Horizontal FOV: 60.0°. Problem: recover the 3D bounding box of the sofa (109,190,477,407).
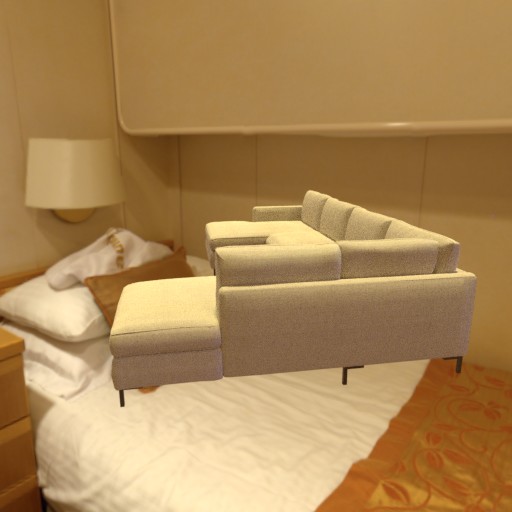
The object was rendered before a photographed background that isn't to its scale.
[{"bbox_3d":[0.000,0.000,3.462,1.879,0.756,2.737,-3,15,-10],"label":"sofa"}]
